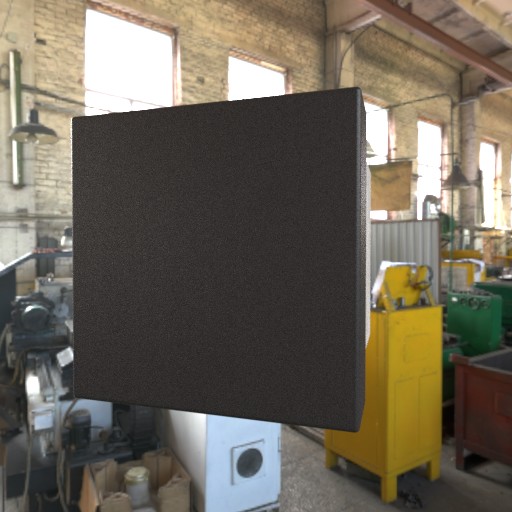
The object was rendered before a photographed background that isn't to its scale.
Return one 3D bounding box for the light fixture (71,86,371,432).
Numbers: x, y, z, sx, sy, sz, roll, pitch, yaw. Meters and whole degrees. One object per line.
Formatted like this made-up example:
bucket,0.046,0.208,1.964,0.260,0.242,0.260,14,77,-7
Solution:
light fixture,0.000,0.000,0.239,0.121,0.121,0.143,0,1,18
